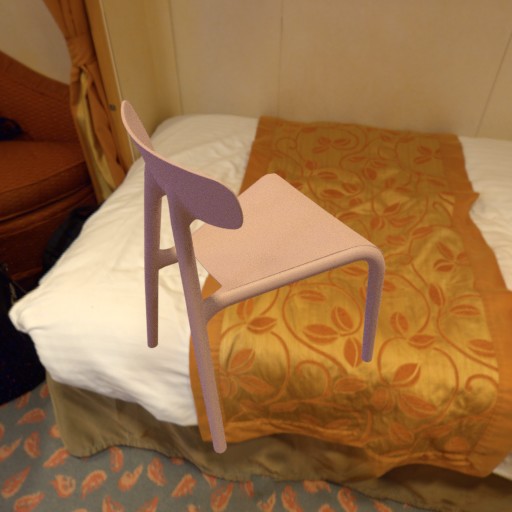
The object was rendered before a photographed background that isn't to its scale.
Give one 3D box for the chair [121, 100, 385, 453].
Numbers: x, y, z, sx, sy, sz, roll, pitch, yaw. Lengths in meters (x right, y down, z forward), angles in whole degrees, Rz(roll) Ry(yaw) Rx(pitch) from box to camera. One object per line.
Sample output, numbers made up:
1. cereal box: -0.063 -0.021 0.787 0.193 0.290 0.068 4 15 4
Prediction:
1. chair: 0.000 0.000 0.825 0.401 0.580 0.356 -26 48 -25
